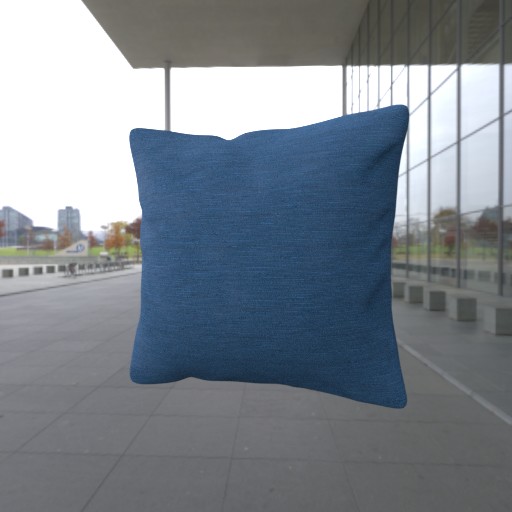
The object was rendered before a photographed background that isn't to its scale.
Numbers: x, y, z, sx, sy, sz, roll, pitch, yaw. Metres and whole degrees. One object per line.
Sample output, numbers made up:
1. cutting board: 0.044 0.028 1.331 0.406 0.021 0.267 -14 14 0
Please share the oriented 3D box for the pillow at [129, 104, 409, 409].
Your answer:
1. pillow: 0.000 0.000 0.670 0.437 0.420 0.177 0 1 17
